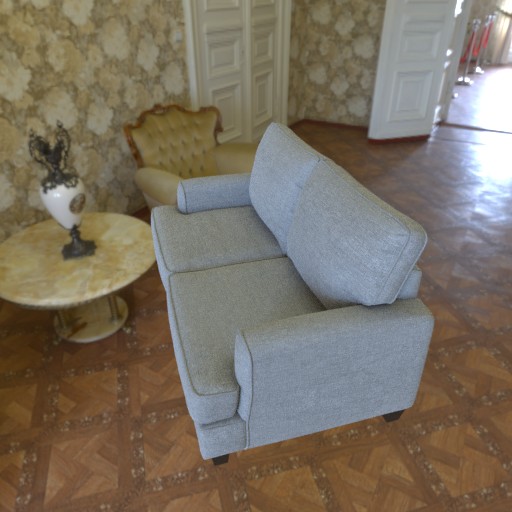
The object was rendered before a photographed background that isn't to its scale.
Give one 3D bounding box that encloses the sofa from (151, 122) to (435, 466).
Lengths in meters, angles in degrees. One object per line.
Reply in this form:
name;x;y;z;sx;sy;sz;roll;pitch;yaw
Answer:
sofa;0.000;0.000;2.257;0.965;0.965;1.651;-9;32;-14
